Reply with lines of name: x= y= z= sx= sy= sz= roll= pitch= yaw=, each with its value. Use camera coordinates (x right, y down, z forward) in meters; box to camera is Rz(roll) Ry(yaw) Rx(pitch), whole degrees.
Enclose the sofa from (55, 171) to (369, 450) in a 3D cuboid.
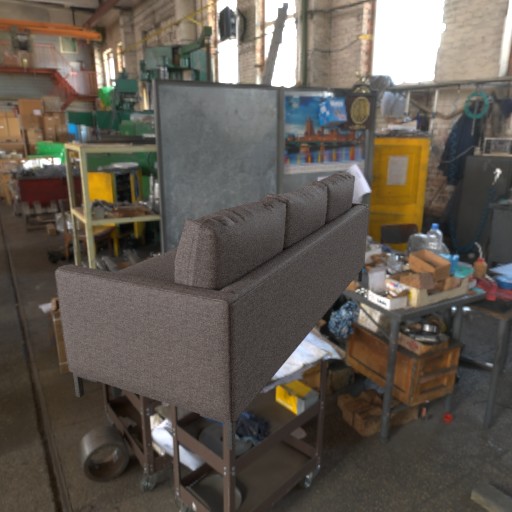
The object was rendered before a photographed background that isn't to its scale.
sofa: x=0.000 y=0.000 z=2.699 sx=0.876 sy=0.882 sz=2.253 roll=8 pitch=18 yaw=25
